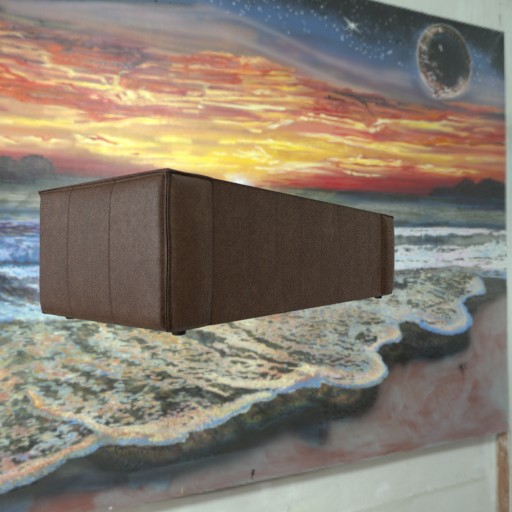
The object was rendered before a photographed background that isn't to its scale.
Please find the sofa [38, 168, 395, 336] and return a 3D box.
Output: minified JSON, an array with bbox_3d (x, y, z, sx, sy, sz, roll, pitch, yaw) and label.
[{"bbox_3d":[0.000,0.000,3.079,1.102,0.701,2.581,0,0,37],"label":"sofa"}]
